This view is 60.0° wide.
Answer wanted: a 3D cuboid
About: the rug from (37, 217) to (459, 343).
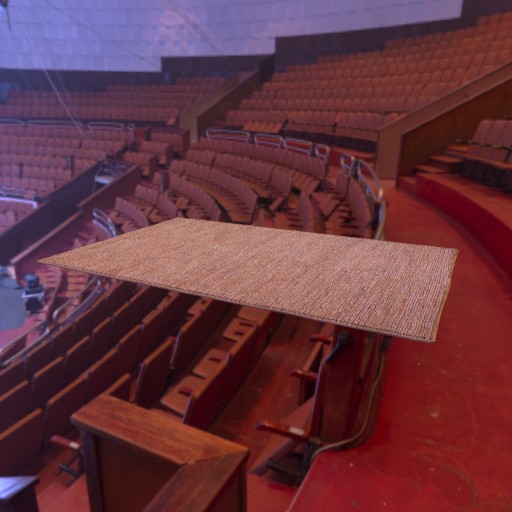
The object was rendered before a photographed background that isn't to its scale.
[{"bbox_3d":[0.000,0.000,3.005,2.438,0.034,1.521,8,19,26],"label":"rug"}]
